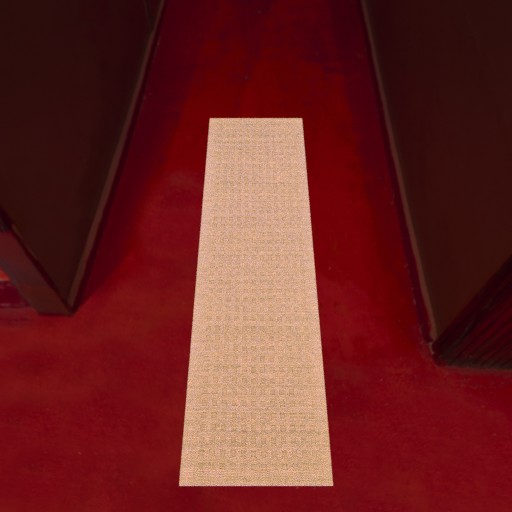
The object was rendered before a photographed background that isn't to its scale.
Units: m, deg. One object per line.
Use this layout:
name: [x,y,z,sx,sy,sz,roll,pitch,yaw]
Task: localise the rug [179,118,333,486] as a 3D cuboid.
rug: [0.000,0.000,2.636,0.686,0.006,2.437,0,57,0]
